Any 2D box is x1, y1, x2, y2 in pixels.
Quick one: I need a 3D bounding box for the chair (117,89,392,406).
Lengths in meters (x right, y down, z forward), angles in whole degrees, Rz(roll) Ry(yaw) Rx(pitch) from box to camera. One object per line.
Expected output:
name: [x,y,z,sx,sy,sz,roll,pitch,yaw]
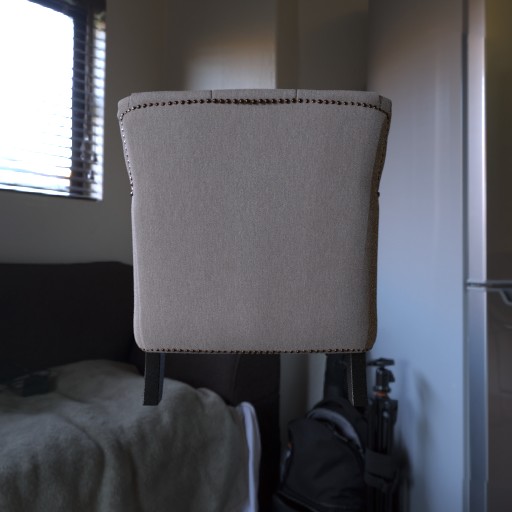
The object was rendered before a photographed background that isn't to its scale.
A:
chair: [0.000,0.000,1.495,0.737,0.823,0.902,0,0,1]
